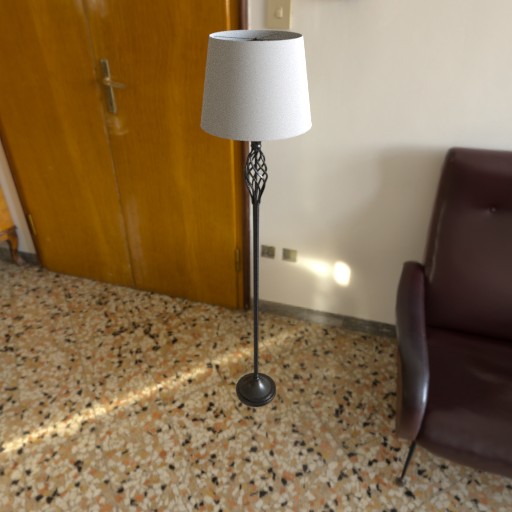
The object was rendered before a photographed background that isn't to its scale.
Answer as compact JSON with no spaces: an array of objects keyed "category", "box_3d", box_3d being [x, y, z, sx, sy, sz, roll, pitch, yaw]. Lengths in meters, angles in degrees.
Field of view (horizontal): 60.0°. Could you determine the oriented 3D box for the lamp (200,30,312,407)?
[{"category":"lamp","box_3d":[0.000,0.000,1.808,0.379,1.623,0.379,0,33,0]}]
